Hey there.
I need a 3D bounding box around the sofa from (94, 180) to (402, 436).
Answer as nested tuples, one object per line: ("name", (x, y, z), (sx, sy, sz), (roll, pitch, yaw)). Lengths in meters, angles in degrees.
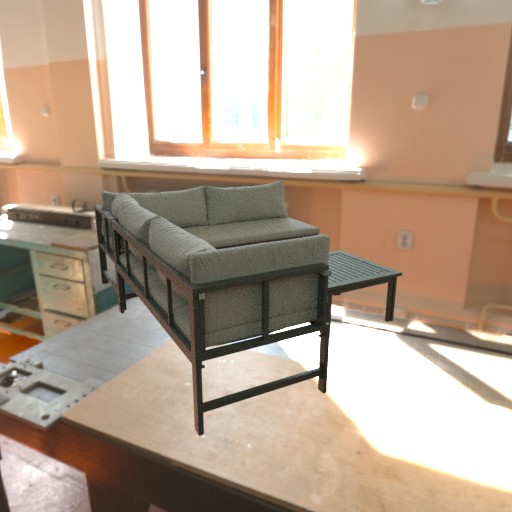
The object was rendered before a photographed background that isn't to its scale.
("sofa", (0.000, 0.000, 2.934), (1.658, 0.758, 2.096), (-9, 18, -27))
